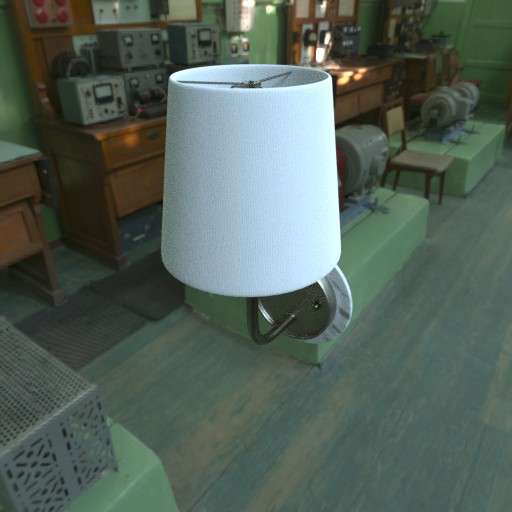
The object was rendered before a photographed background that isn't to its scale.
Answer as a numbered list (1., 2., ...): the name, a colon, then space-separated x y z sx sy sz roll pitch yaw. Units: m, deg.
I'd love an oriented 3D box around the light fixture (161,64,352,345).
1. light fixture: 0.000 0.000 0.439 0.168 0.337 0.188 19 35 30
